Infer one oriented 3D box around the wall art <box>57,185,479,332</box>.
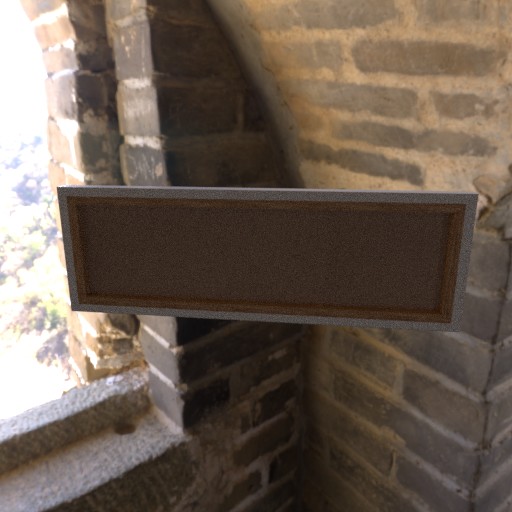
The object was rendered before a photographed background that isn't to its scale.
[{"bbox_3d":[0.000,0.000,0.850,0.766,0.256,0.036,2,16,7],"label":"wall art"}]
